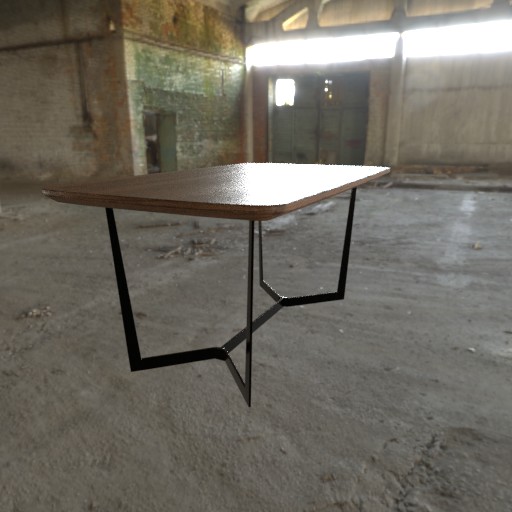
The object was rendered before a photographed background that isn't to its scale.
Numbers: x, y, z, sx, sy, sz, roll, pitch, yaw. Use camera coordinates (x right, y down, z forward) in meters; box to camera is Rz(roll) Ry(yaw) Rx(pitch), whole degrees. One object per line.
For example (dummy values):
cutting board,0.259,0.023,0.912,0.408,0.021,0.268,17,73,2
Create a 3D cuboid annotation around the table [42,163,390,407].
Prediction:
table,0.000,0.000,2.124,0.949,0.765,1.643,8,17,26
